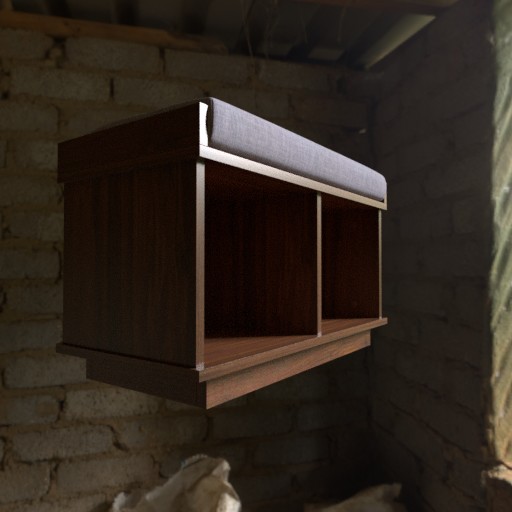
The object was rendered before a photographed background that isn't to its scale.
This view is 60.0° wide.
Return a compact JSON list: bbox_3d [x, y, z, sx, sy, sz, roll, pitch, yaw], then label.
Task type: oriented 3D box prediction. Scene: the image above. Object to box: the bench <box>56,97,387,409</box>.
[{"bbox_3d":[0.000,0.000,0.995,0.362,0.461,0.734,-1,-1,36],"label":"bench"}]
